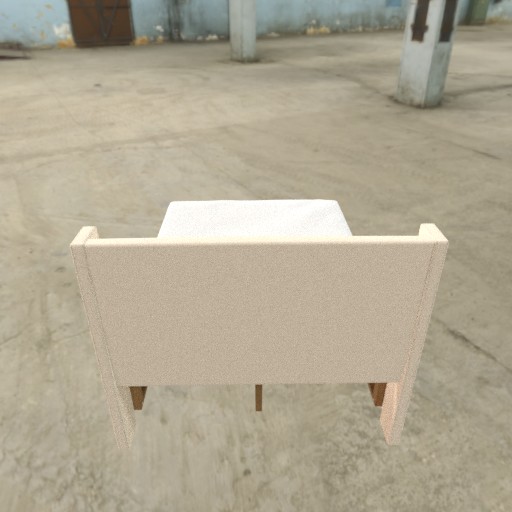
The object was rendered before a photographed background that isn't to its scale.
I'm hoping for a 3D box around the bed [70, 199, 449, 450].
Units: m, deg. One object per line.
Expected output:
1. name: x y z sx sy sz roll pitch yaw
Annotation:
1. bed: 0.000 0.000 3.395 1.765 1.471 2.280 -1 30 -1
